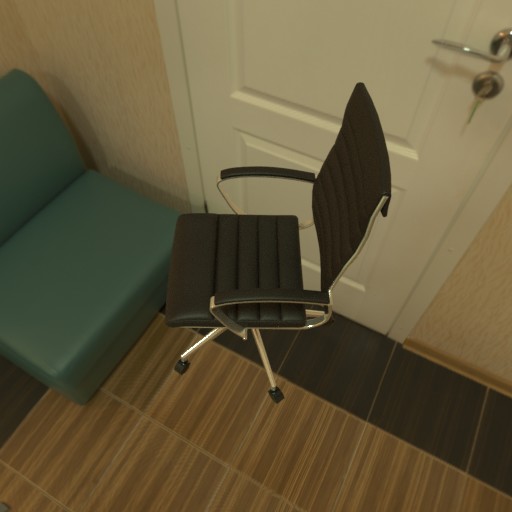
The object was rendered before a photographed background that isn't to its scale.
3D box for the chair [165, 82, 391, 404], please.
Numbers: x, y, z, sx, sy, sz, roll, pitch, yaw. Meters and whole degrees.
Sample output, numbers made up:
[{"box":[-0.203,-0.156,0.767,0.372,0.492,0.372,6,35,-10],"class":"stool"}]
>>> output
[{"box":[0.000,0.000,1.638,0.739,1.149,0.766,0,56,0],"class":"chair"}]
